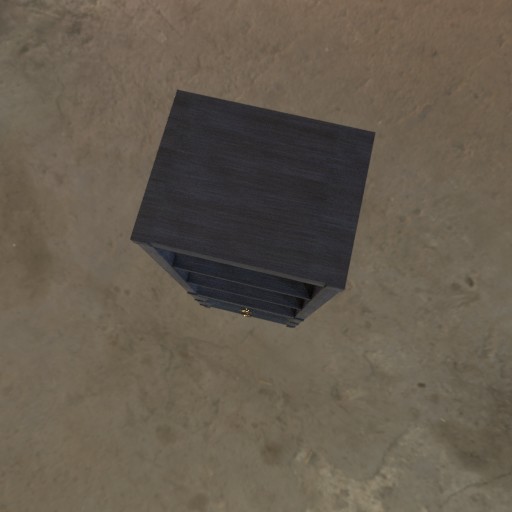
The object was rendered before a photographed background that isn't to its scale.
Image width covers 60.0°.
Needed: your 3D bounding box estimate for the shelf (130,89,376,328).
[{"bbox_3d":[0.000,0.000,2.060,0.584,1.727,0.472,13,77,3],"label":"shelf"}]
